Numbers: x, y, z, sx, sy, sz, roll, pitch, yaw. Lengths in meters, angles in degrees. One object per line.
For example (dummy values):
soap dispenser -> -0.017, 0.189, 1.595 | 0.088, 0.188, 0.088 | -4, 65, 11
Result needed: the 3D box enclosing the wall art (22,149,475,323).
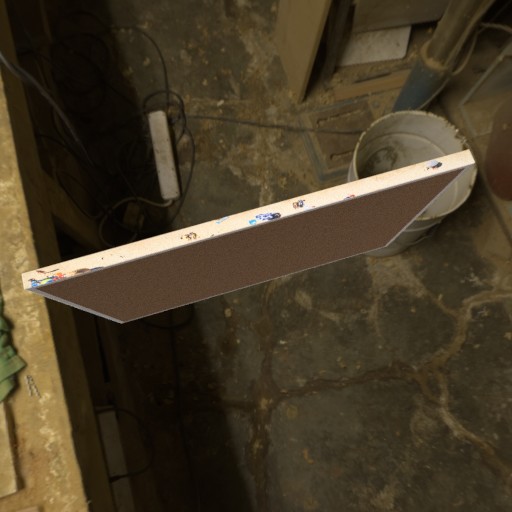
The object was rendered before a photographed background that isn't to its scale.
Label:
wall art -> 0.000, 0.000, 1.446 | 1.136, 0.769, 0.040 | -16, 76, -4
